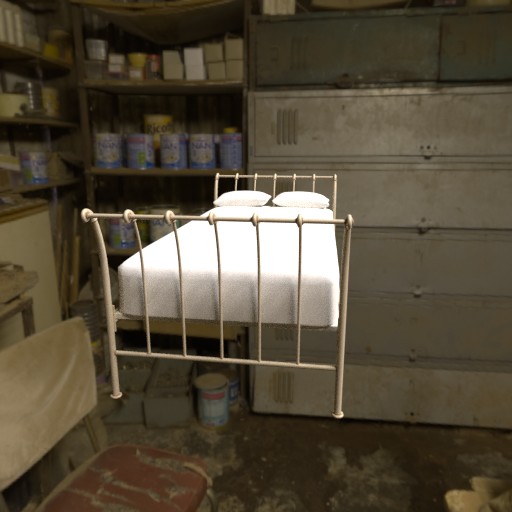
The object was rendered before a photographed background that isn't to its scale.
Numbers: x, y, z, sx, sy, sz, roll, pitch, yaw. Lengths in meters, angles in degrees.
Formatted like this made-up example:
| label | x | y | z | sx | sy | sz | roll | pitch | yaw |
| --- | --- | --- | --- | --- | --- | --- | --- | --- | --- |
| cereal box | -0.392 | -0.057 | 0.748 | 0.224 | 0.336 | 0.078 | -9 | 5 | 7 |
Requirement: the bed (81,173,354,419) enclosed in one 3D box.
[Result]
| label | x | y | z | sx | sy | sz | roll | pitch | yaw |
| --- | --- | --- | --- | --- | --- | --- | --- | --- | --- |
| bed | 0.000 | 0.000 | 2.755 | 1.032 | 0.873 | 2.228 | 2 | 14 | 8 |
